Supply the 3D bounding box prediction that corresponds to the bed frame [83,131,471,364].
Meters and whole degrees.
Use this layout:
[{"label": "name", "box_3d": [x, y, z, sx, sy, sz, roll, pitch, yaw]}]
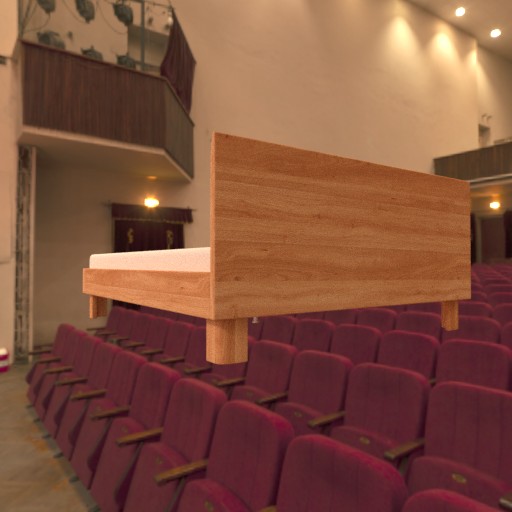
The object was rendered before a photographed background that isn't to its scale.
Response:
[{"label": "bed frame", "box_3d": [0.000, 0.000, 3.139, 1.872, 0.940, 2.092, 1, -1, -35]}]
